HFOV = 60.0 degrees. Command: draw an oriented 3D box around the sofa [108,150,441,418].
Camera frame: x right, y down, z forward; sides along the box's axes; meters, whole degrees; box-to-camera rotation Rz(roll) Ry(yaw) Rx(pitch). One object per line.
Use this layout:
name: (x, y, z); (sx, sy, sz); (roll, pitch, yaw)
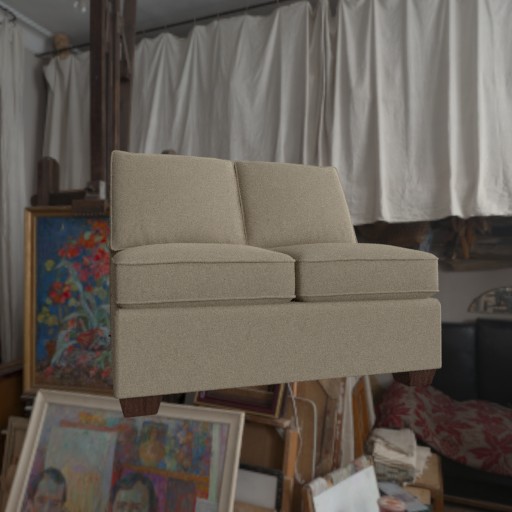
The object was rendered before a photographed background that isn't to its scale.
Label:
sofa: (0.000, 0.000, 1.959); (1.237, 1.008, 0.951); (0, -1, -19)
